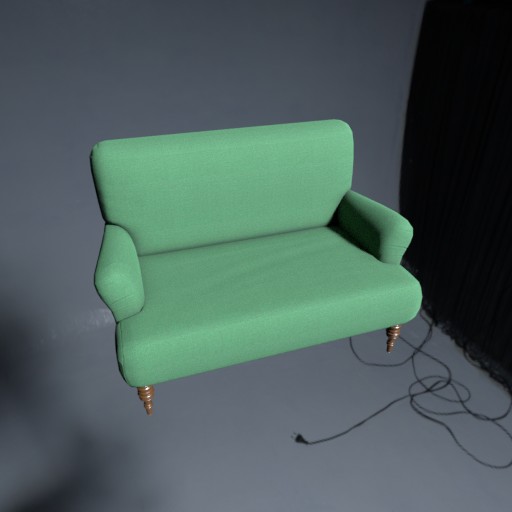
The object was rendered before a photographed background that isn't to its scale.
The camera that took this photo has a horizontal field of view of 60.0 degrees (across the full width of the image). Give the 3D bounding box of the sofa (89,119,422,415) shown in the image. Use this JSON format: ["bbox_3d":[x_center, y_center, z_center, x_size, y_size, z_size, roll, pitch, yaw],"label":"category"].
[{"bbox_3d":[0.000,0.000,1.895,1.297,0.889,0.779,-10,33,-16],"label":"sofa"}]
